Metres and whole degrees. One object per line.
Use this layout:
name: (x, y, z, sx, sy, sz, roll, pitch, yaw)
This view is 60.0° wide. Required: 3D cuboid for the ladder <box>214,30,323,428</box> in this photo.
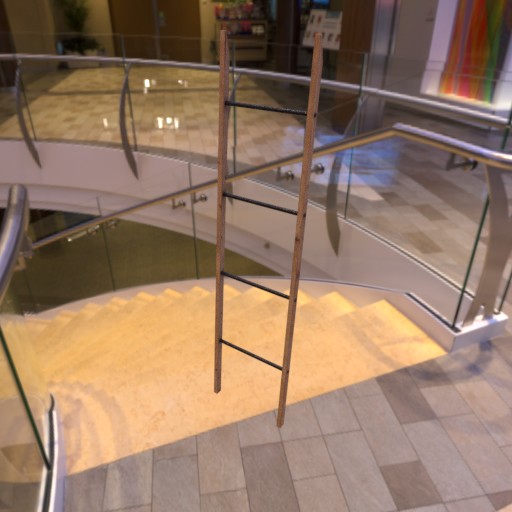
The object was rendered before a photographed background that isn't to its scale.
ladder: (0.000, 0.000, 2.006, 0.442, 1.805, 0.200, 18, 34, 29)
